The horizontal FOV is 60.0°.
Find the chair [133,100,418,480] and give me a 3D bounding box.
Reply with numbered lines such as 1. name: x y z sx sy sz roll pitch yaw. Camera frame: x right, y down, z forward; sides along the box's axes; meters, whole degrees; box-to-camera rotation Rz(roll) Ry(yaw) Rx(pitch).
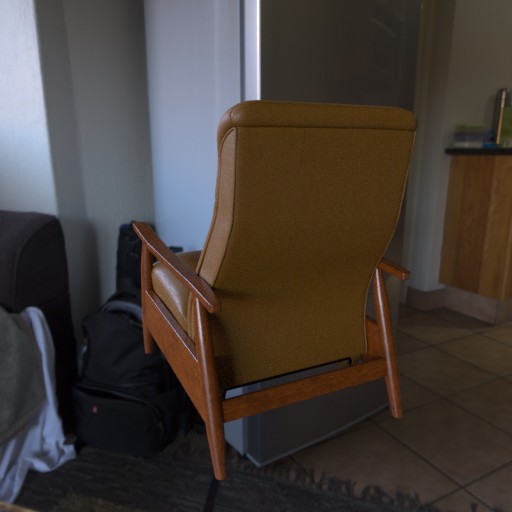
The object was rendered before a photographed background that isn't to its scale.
1. chair: 0.000 0.000 1.768 0.762 1.082 1.014 -7 15 -26
